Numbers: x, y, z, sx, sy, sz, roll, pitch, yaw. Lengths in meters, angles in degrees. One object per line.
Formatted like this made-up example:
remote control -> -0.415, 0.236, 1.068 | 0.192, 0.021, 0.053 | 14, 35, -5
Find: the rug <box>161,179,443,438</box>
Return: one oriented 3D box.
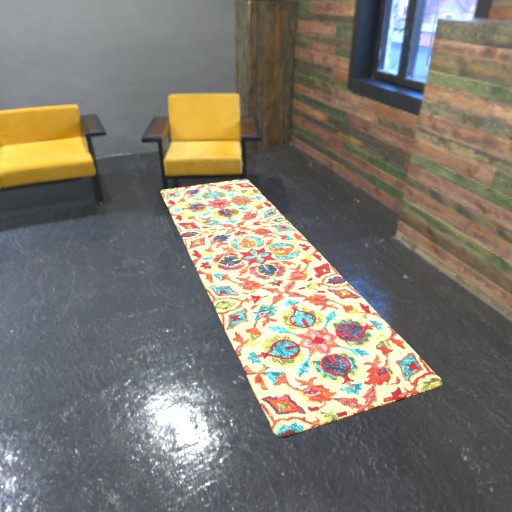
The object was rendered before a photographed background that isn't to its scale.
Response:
rug -> 0.000, 0.000, 2.480 | 0.693, 0.016, 2.273 | -11, 32, -17
